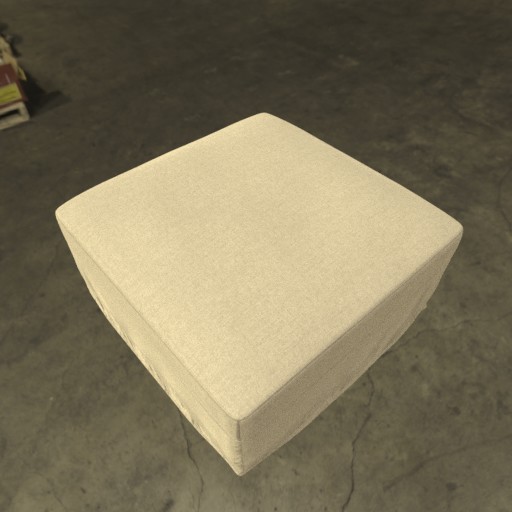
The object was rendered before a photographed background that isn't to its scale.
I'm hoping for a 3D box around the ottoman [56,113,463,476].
[{"bbox_3d":[0.000,0.000,1.345,0.840,0.436,0.843,-33,55,-27],"label":"ottoman"}]
